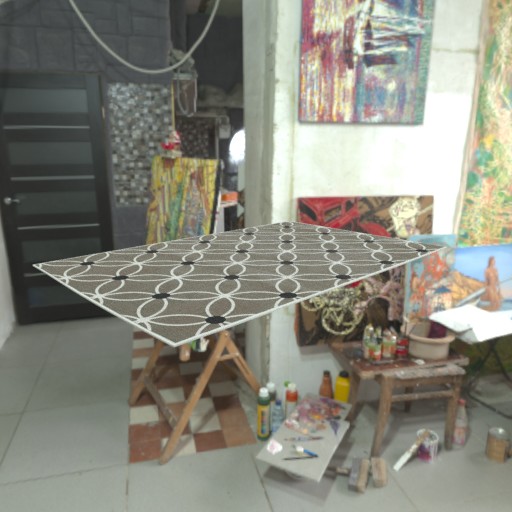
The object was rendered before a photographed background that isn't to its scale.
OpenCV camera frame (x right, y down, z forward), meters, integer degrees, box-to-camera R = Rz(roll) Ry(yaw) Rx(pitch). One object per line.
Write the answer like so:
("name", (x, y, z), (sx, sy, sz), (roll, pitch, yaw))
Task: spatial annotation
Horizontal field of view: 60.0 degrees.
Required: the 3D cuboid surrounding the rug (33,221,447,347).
("rug", (0.000, 0.000, 2.880), (2.284, 0.008, 1.522), (-13, 19, -42))
